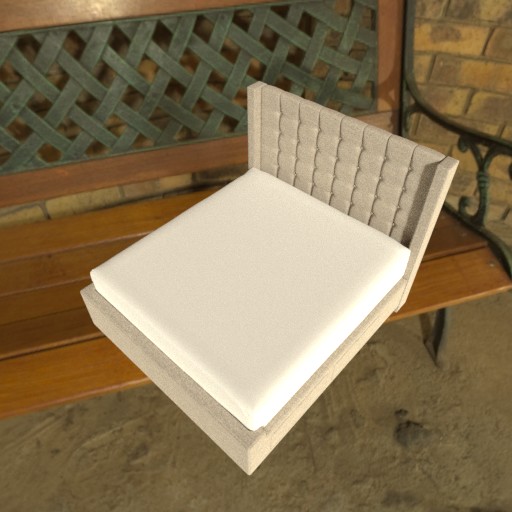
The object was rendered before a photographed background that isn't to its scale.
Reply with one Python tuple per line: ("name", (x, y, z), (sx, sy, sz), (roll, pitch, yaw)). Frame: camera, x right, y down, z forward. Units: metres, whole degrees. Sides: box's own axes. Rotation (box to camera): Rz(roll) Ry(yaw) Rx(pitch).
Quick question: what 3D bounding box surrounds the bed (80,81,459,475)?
("bed", (0.000, 0.000, 3.844), (2.044, 1.748, 2.372), (33, 54, 28))
